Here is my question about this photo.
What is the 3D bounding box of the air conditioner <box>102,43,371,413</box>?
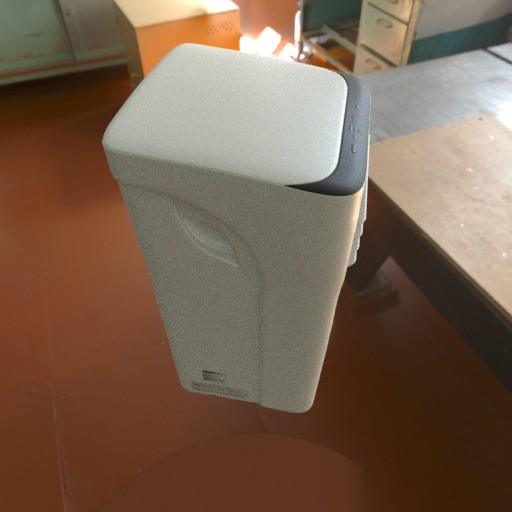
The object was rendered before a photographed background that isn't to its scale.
[{"bbox_3d":[0.000,0.000,0.911,0.369,0.716,0.352,8,47,8],"label":"air conditioner"}]
